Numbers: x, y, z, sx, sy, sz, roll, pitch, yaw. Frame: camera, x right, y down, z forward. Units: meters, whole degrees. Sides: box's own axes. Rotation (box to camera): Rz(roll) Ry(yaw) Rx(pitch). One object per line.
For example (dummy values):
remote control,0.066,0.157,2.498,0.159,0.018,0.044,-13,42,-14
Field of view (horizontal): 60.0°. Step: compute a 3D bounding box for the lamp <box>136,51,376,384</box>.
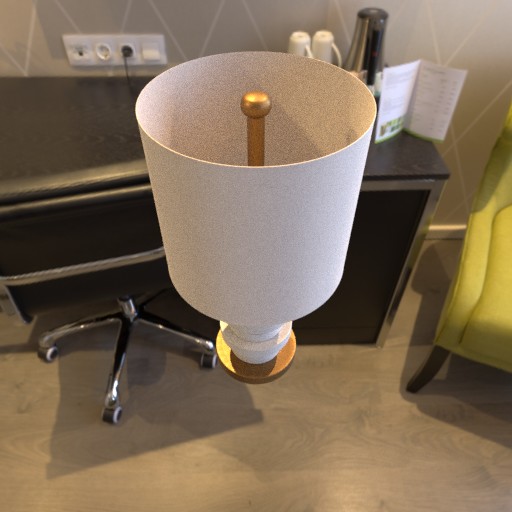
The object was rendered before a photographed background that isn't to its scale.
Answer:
lamp,0.000,0.000,0.536,0.210,0.410,0.210,-24,51,-21
